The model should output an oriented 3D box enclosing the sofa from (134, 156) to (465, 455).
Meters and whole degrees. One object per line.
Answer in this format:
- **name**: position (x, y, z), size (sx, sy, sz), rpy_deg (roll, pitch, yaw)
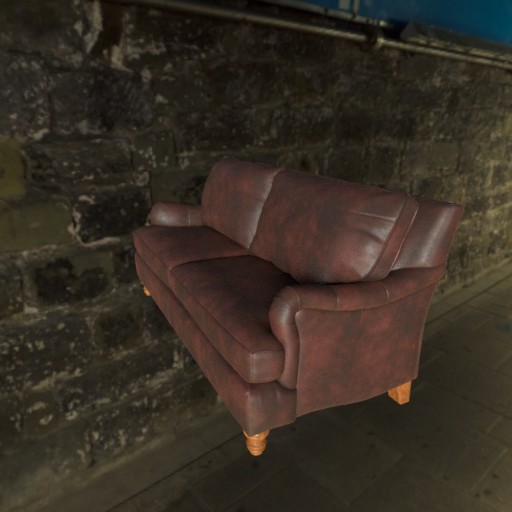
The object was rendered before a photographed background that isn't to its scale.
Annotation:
- **sofa**: position (0.000, 0.000, 2.779), size (1.147, 1.071, 2.144), rpy_deg (-9, 20, -25)
